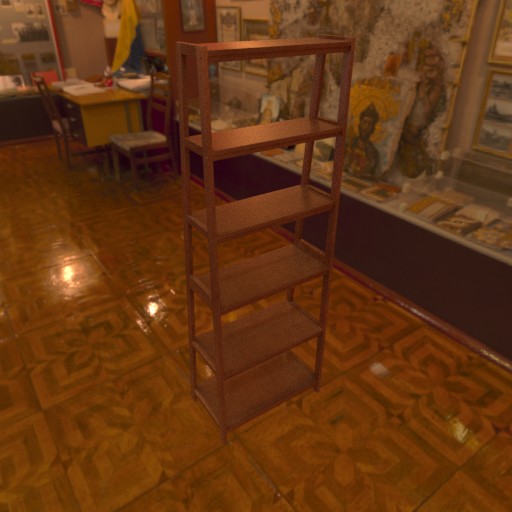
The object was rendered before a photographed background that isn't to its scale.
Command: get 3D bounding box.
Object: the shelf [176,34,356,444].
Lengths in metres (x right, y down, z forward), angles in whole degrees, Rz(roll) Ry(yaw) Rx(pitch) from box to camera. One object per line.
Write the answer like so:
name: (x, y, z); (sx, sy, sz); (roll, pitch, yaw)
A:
shelf: (0.000, 0.000, 2.137); (0.660, 1.892, 0.382); (-18, 35, -28)
